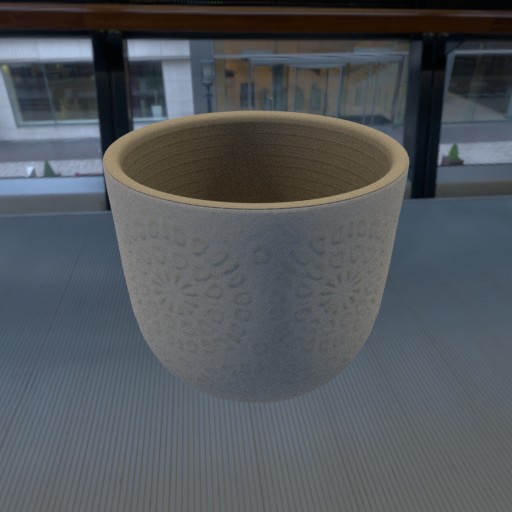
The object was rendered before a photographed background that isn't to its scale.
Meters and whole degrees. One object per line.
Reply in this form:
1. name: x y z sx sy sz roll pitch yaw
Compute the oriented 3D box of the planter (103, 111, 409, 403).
1. planter: 0.000 0.000 0.215 0.124 0.109 0.124 0 31 0
